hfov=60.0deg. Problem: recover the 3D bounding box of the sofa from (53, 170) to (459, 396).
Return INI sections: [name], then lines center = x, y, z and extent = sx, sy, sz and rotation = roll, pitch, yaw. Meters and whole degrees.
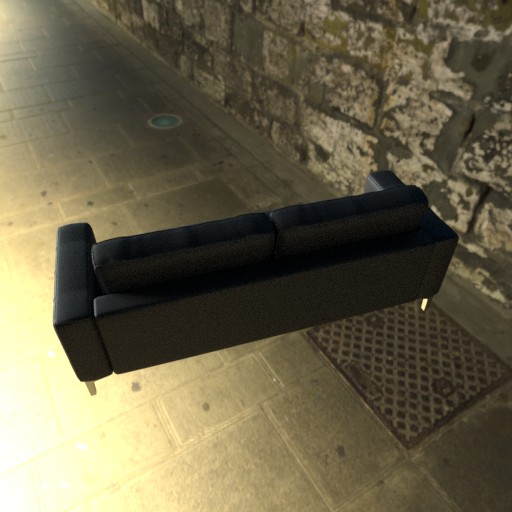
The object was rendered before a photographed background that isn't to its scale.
[sofa]
center = 0.000, 0.000, 2.733
extent = 2.275, 0.893, 0.833
rotation = -12, 43, -13
